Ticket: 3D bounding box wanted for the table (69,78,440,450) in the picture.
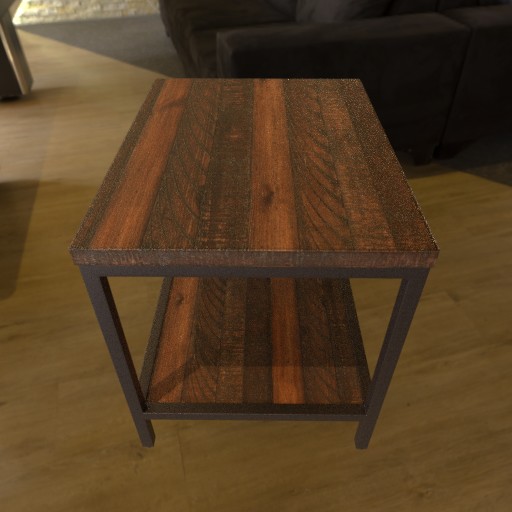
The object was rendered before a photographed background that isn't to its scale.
[{"bbox_3d":[0.000,0.000,1.079,0.524,0.612,0.678,0,41,0],"label":"table"}]
